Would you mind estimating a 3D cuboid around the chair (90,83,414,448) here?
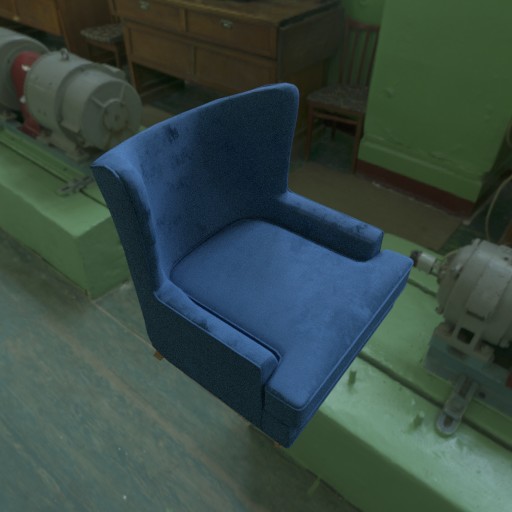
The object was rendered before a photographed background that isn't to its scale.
[{"bbox_3d":[0.000,0.000,1.595,0.910,0.952,0.793,27,48,27],"label":"chair"}]
